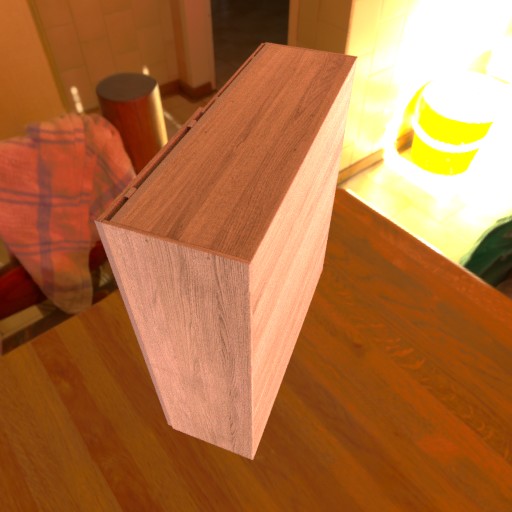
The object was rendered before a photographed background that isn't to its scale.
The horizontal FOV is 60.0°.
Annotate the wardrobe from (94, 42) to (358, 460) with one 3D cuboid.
[{"bbox_3d":[0.000,0.000,2.871,0.629,1.960,1.780,15,49,14],"label":"wardrobe"}]
